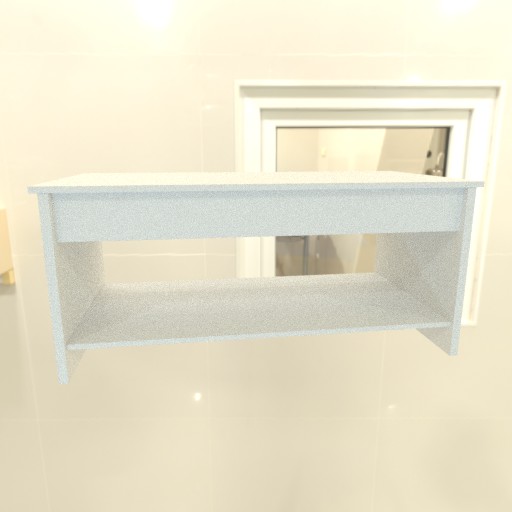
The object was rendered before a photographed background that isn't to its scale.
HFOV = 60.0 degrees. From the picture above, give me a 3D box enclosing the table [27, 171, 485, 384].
[{"bbox_3d":[0.000,0.000,1.250,1.000,0.441,0.500,-2,14,-8],"label":"table"}]
